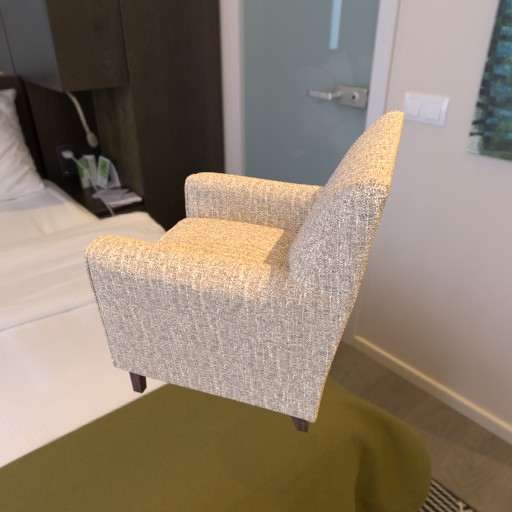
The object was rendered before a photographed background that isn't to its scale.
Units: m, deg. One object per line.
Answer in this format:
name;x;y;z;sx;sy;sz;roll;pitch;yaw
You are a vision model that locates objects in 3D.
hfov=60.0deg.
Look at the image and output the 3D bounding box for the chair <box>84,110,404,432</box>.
chair;0.000;0.000;1.616;0.873;0.928;0.864;9;30;16
